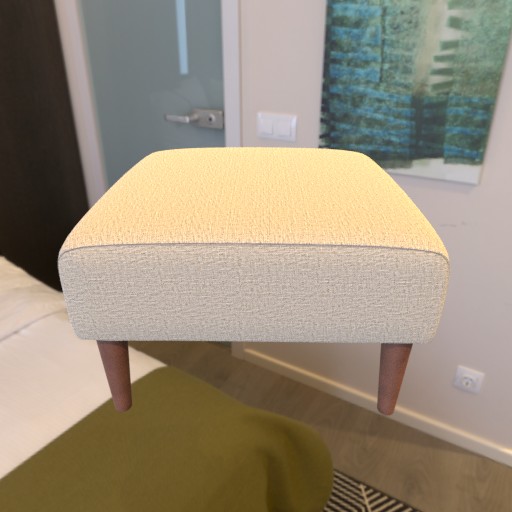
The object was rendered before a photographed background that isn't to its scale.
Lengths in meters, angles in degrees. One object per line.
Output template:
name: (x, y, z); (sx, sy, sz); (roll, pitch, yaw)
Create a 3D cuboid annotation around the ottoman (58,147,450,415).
ottoman: (0.000, 0.000, 1.036); (0.649, 0.398, 0.650); (0, 26, 1)
